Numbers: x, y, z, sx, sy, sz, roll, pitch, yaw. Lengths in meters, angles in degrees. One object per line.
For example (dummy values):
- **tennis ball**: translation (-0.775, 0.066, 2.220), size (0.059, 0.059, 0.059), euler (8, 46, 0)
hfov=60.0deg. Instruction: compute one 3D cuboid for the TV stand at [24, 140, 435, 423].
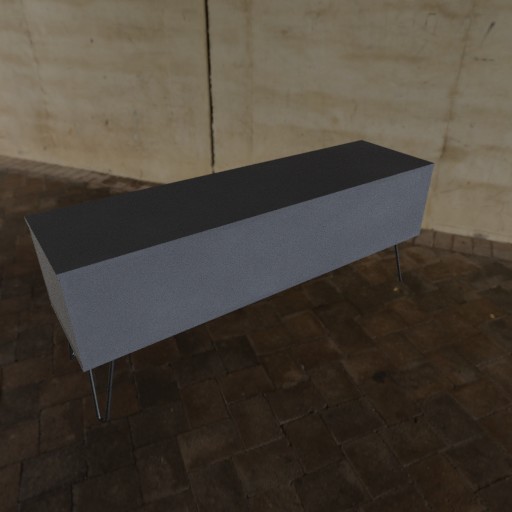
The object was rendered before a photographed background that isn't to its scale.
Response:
- **TV stand**: translation (0.000, 0.000, 1.655), size (1.400, 0.560, 0.400), euler (-19, 36, -29)
